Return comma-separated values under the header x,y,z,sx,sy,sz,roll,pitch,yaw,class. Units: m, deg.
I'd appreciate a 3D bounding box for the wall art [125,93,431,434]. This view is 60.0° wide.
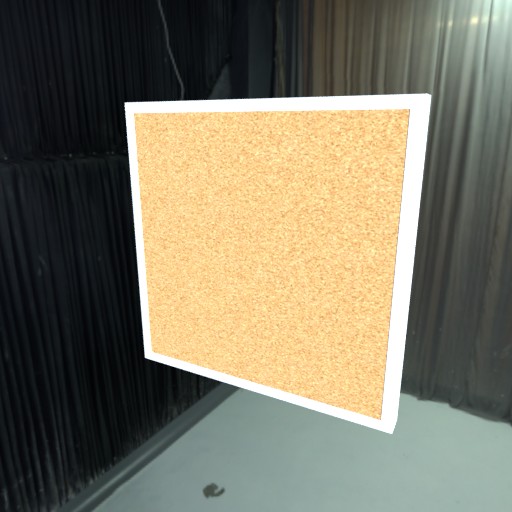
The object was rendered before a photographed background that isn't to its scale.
x,y,z,sx,sy,sz,roll,pitch,yaw,class
0.000,0.000,0.758,0.506,0.505,0.038,9,19,27,wall art
